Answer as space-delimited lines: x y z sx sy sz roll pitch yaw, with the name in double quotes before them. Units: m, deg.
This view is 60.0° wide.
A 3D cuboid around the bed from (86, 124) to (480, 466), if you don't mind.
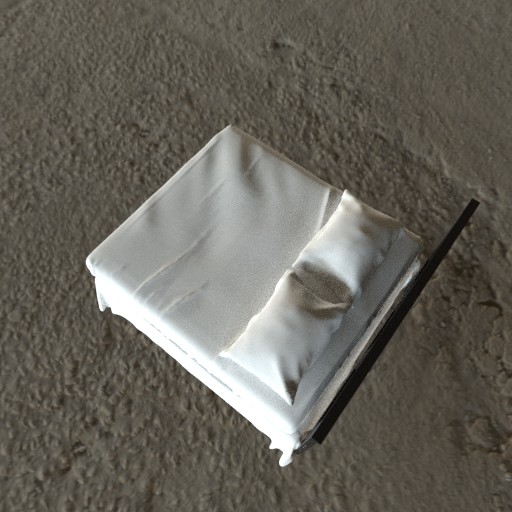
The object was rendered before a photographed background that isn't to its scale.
"bed" 0.000 0.000 3.128 2.050 1.270 1.870 35 68 16
